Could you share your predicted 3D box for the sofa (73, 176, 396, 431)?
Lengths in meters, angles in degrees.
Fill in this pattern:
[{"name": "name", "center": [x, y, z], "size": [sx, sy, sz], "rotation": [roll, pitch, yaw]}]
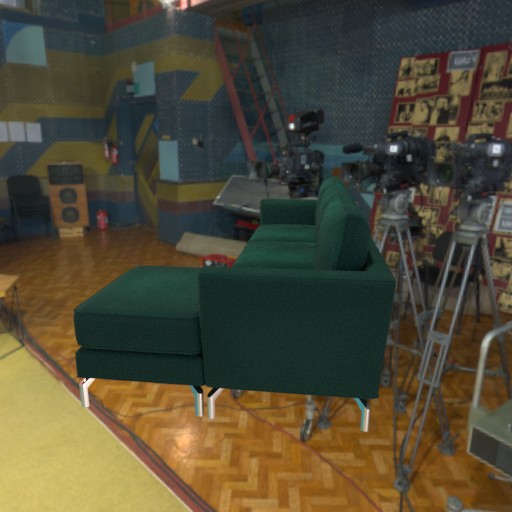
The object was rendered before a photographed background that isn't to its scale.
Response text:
[{"name": "sofa", "center": [0.000, 0.000, 3.134], "size": [1.489, 1.007, 2.441], "rotation": [2, 15, 7]}]
